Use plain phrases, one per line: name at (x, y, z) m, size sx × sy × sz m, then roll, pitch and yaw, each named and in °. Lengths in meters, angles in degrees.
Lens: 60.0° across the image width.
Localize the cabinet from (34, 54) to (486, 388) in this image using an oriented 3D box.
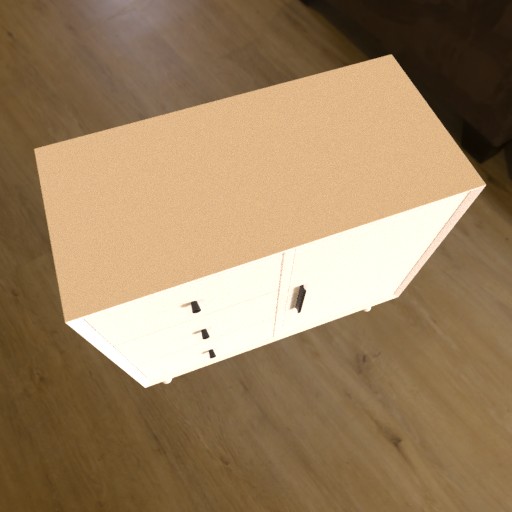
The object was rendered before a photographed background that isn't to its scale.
cabinet at (0.000, 0.000, 1.203) m, size 0.800 × 0.761 × 0.398 m, roll -18°, pitch 65°, yaw -9°
